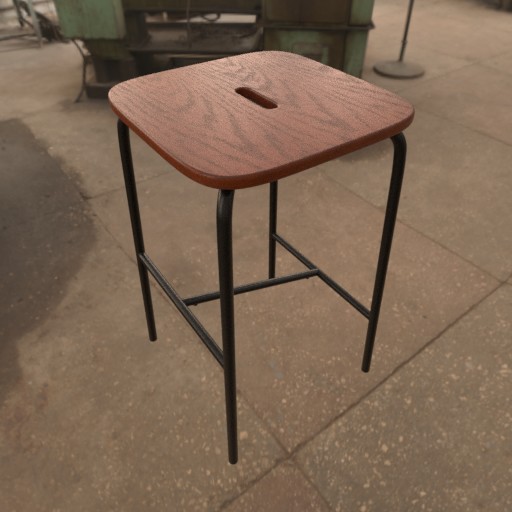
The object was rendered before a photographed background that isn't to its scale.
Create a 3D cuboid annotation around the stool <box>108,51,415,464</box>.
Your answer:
[{"bbox_3d":[0.000,0.000,0.842,0.376,0.610,0.376,-25,47,-26],"label":"stool"}]
